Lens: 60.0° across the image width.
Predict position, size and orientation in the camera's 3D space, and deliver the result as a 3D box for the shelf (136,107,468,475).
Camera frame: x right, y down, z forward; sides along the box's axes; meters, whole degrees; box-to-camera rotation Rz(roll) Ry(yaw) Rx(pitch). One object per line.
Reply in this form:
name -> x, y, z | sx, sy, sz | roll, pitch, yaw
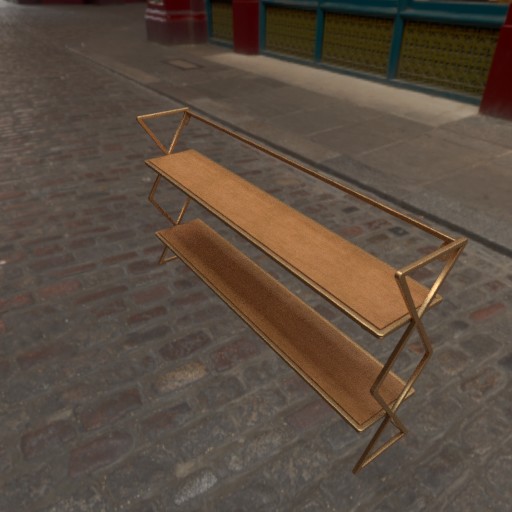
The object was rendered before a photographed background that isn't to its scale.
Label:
shelf -> 0.000, 0.000, 0.990 | 0.150, 0.450, 0.822 | -22, 40, -29
